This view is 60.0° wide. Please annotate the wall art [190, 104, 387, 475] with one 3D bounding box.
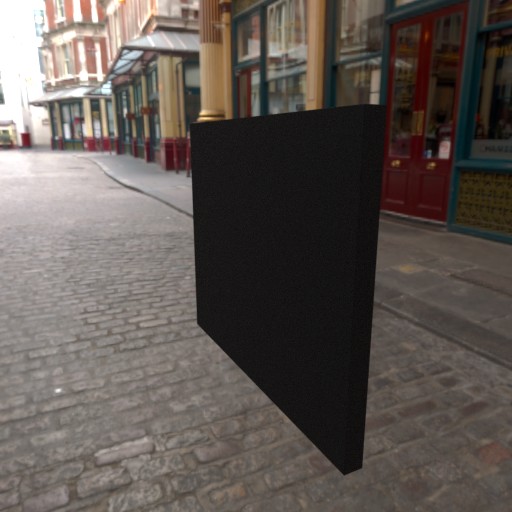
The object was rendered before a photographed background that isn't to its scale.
[{"bbox_3d":[0.000,0.000,0.765,0.031,0.457,0.558,-7,16,-26],"label":"wall art"}]
